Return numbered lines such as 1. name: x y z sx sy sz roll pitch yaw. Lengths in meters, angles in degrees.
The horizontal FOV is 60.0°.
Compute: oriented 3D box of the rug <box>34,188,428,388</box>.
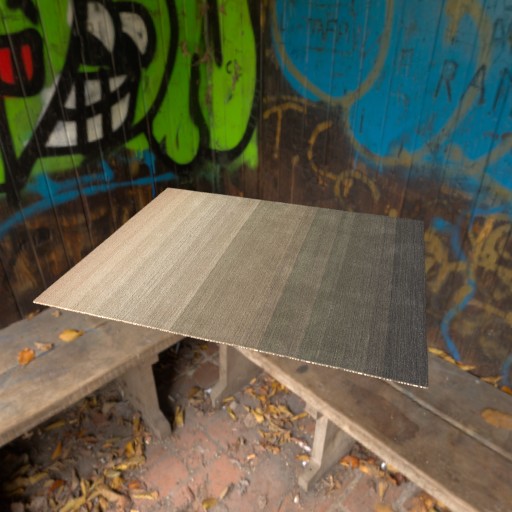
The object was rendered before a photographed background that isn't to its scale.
1. rug: 0.000 0.000 4.022 2.932 0.015 2.315 9 33 14
